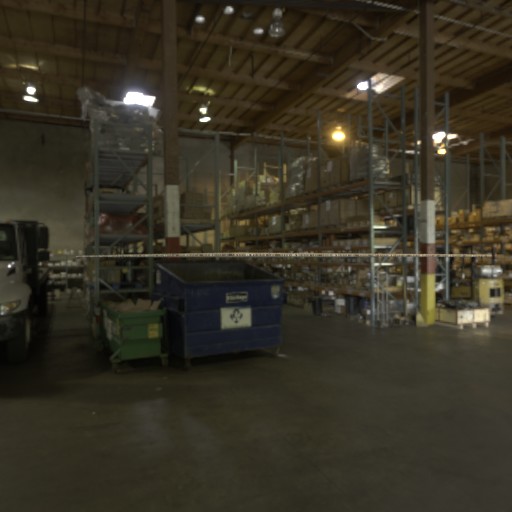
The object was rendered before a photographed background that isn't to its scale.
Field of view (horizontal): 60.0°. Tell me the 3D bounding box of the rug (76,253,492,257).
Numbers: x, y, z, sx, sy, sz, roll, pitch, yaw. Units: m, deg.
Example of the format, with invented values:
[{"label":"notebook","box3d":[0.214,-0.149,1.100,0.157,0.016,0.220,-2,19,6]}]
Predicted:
[{"label":"rug","box3d":[0.000,0.000,3.873,2.315,0.015,2.932,0,0,-35]}]
